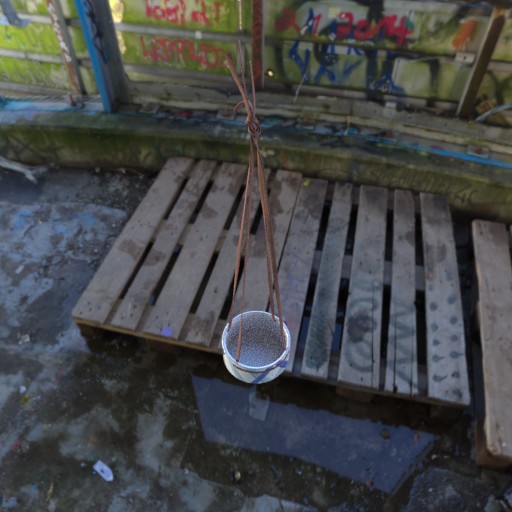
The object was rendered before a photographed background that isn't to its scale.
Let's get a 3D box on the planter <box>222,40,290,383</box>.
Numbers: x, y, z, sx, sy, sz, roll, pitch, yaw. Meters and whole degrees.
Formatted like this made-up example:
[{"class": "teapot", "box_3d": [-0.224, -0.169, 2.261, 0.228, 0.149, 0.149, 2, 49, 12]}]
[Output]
[{"class": "planter", "box_3d": [0.000, 0.000, 0.837, 0.166, 0.751, 0.166, 11, 48, 10]}]
